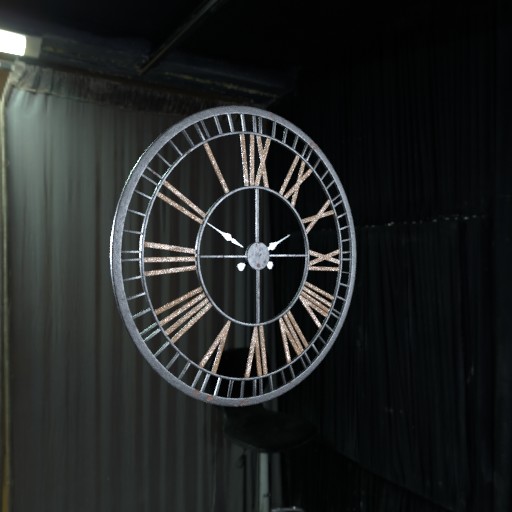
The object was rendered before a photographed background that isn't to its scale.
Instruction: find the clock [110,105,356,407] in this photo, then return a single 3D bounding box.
[{"bbox_3d":[0.000,0.000,1.274,0.843,0.843,0.025,0,0,-37],"label":"clock"}]
